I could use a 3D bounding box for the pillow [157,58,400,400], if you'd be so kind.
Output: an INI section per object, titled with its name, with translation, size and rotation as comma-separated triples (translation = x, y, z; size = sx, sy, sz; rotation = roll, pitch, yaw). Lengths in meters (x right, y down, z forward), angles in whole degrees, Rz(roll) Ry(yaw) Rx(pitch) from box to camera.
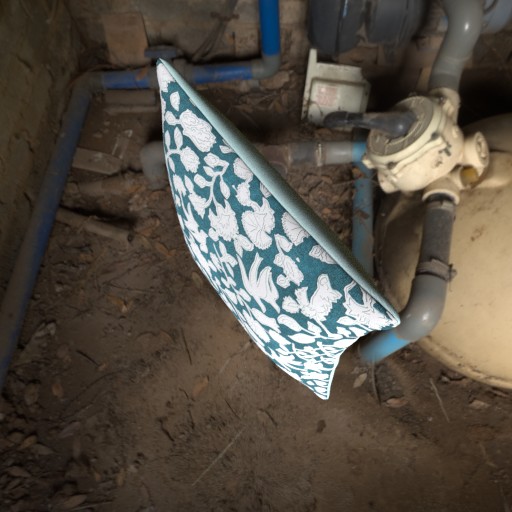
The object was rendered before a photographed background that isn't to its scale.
[pillow]
translation = 0.000, 0.000, 0.808
size = 0.166, 0.508, 0.525
rotation = -33, 68, -15
